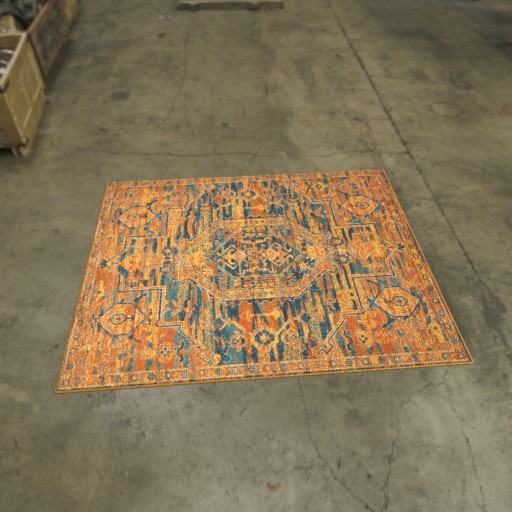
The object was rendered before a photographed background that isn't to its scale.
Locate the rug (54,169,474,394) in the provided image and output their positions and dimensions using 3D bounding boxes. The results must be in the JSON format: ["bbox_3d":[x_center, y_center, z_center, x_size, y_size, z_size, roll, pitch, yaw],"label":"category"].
[{"bbox_3d":[0.000,0.000,4.024,3.040,0.031,2.435,-3,46,-3],"label":"rug"}]
